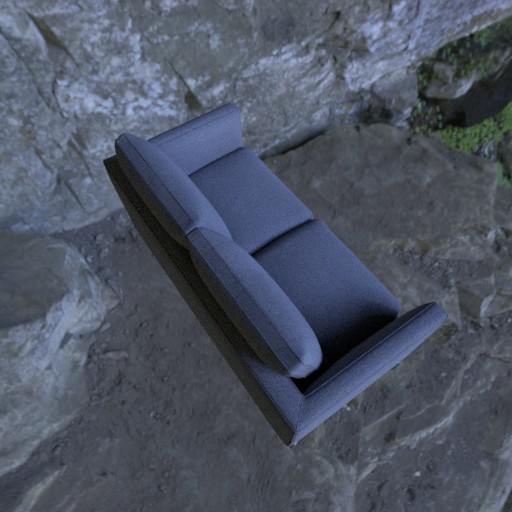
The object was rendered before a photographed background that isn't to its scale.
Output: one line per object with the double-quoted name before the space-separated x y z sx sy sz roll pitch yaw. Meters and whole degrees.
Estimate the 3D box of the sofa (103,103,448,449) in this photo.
"sofa" 0.000 0.000 2.192 0.803 0.924 1.594 -31 63 -18
